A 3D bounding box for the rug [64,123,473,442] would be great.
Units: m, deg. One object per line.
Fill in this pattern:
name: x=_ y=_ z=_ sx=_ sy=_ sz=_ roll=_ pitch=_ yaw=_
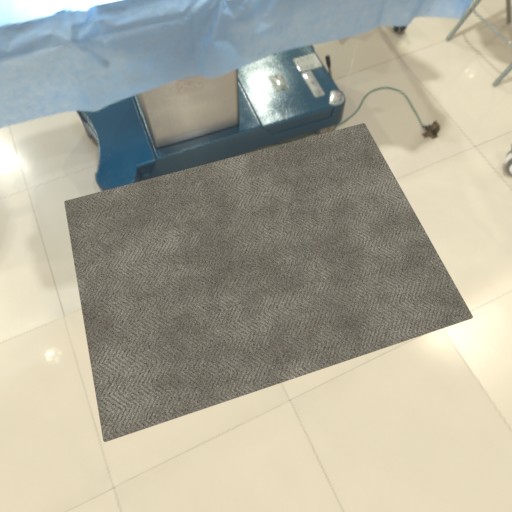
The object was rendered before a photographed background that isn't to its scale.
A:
rug: x=0.000 y=0.000 z=2.849 sx=2.235 sy=0.008 sz=1.600 roll=-16 pitch=65 yaw=-8
